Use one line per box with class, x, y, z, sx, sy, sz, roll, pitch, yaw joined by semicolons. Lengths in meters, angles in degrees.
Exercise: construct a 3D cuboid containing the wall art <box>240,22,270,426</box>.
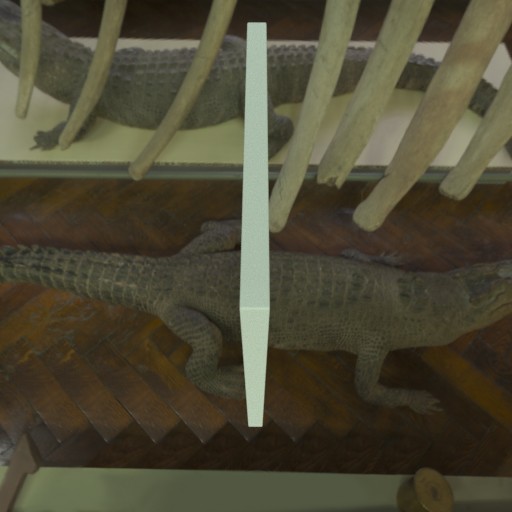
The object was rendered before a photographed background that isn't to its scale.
wall art;0.000;0.000;0.760;0.028;0.556;0.454;0;59;0
